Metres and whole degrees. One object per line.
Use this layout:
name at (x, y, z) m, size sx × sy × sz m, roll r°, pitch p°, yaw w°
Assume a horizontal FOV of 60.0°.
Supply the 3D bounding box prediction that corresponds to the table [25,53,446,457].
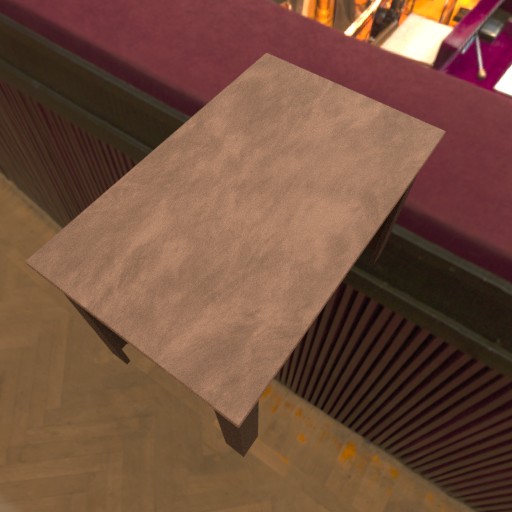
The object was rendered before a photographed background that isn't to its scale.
table at (0.000, 0.000, 1.599) m, size 0.700 × 0.734 × 1.100 m, roll 32°, pitch 64°, yaw 18°
